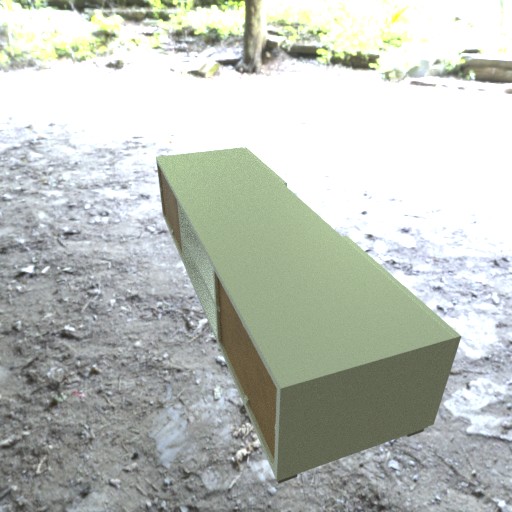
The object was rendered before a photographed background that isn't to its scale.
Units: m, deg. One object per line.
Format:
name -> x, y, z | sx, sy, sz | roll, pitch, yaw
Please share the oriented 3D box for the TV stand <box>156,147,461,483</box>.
TV stand -> 0.000, 0.000, 1.523 | 0.420, 0.310, 1.400 | -11, 33, -17
